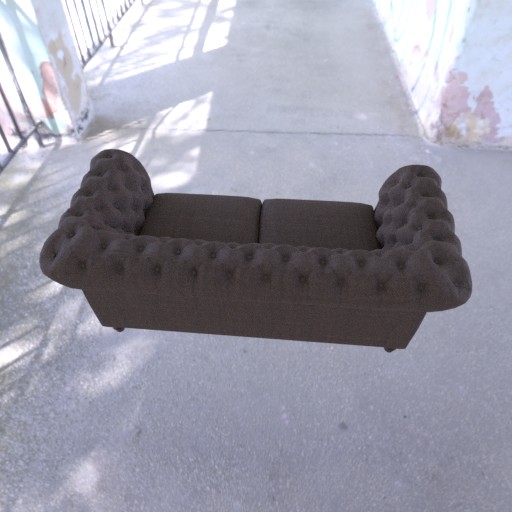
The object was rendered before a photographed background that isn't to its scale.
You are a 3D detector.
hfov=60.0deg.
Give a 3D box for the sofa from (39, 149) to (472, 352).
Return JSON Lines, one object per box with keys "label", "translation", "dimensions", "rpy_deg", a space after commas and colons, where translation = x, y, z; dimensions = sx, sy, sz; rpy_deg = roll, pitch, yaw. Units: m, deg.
{"label": "sofa", "translation": [0.000, 0.000, 2.509], "dimensions": [2.048, 0.780, 0.944], "rpy_deg": [4, 47, 3]}
